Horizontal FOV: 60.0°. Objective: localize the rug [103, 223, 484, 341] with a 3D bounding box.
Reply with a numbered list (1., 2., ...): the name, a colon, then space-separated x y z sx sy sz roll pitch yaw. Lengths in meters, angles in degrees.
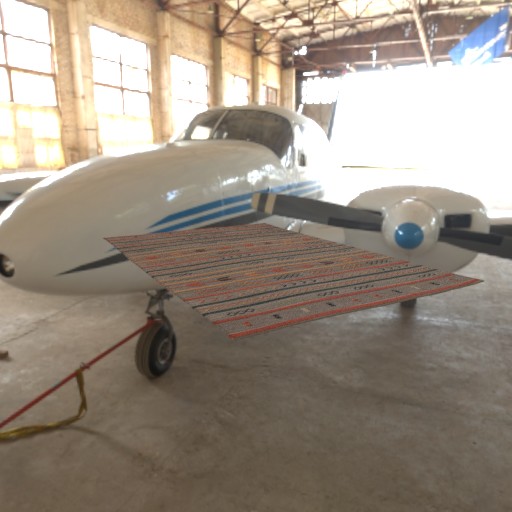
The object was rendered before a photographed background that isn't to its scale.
1. rug: 0.000 0.000 2.385 1.220 0.017 1.835 -8 15 -29
